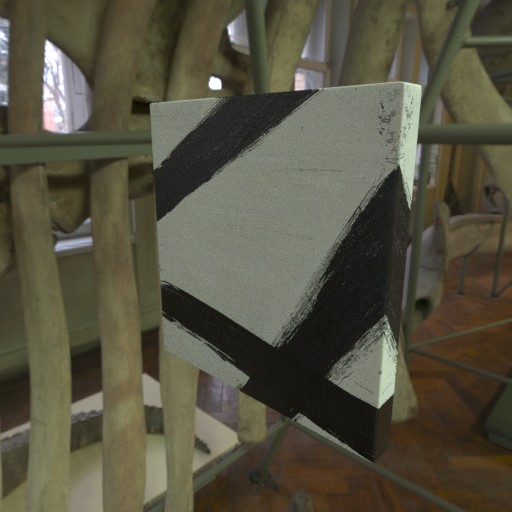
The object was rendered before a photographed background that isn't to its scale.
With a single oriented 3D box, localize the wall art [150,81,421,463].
[{"bbox_3d":[0.000,0.000,0.745,0.507,0.508,0.050,14,21,42],"label":"wall art"}]
